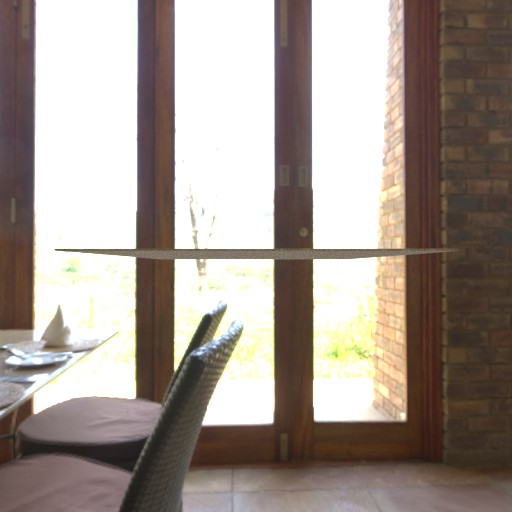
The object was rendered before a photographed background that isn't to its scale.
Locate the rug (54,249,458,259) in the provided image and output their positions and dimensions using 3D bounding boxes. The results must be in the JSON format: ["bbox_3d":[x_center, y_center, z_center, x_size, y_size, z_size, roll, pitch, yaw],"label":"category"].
[{"bbox_3d":[0.000,0.000,3.949,2.286,0.013,2.894,0,-1,0],"label":"rug"}]
